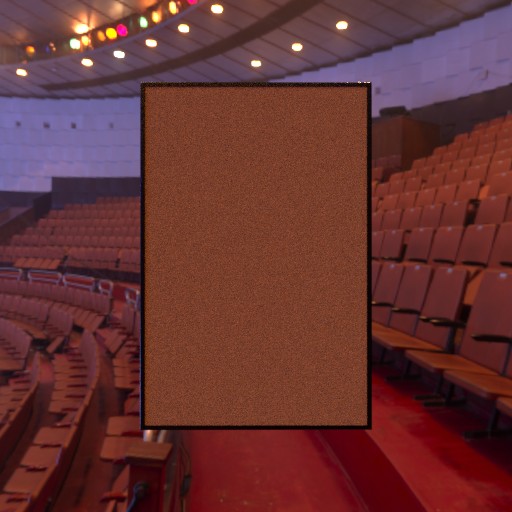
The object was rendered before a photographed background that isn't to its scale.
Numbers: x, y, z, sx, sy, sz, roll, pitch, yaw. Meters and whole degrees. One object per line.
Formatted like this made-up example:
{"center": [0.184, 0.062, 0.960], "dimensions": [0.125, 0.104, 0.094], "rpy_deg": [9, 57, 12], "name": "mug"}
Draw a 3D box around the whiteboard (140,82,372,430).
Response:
{"center": [0.000, 0.000, 0.789], "dimensions": [0.406, 0.611, 0.026], "rpy_deg": [0, 0, 0], "name": "whiteboard"}
